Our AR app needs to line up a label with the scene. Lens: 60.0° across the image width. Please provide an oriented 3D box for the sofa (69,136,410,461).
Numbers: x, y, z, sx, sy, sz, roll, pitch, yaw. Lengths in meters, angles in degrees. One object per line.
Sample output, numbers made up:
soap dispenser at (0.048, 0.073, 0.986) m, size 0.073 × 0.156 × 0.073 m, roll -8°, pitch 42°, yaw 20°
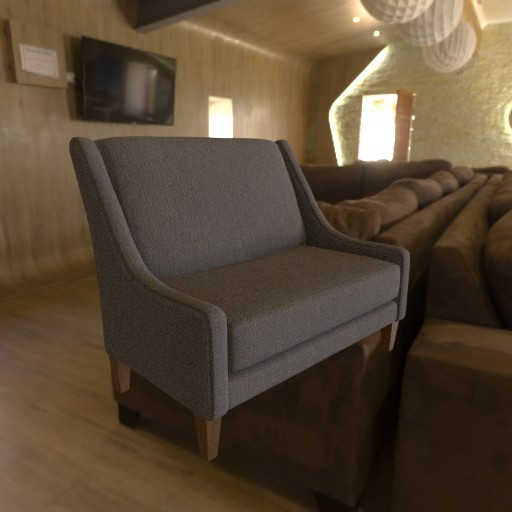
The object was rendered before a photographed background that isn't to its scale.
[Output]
sofa at (0.000, 0.000, 1.951) m, size 1.242 × 1.022 × 0.873 m, roll -13°, pitch 19°, yaw -43°
